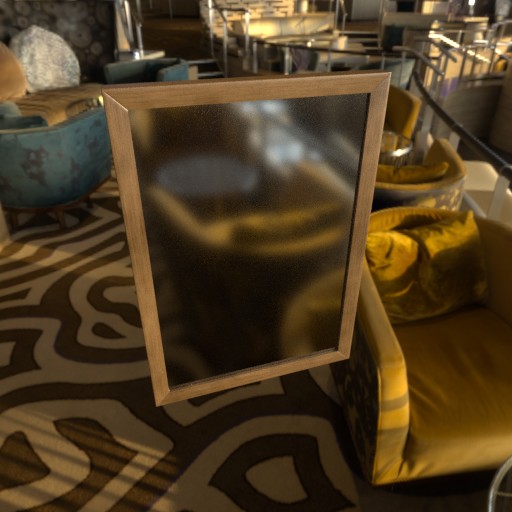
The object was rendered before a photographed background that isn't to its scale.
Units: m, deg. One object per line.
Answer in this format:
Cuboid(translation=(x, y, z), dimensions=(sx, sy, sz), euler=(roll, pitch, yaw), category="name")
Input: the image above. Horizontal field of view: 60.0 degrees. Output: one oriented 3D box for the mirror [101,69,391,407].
Cuboid(translation=(0.000, 0.000, 0.939), dimensions=(0.507, 0.710, 0.040), euler=(-10, 33, -16), category="mirror")
